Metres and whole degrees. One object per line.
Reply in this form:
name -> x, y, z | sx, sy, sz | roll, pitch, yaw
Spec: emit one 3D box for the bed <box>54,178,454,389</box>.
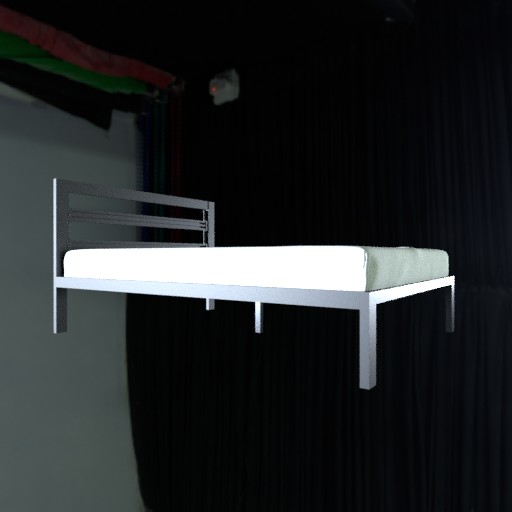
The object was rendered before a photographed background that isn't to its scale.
bed -> 0.000, 0.000, 2.829 | 2.062, 0.967, 1.524 | 0, 0, 35
